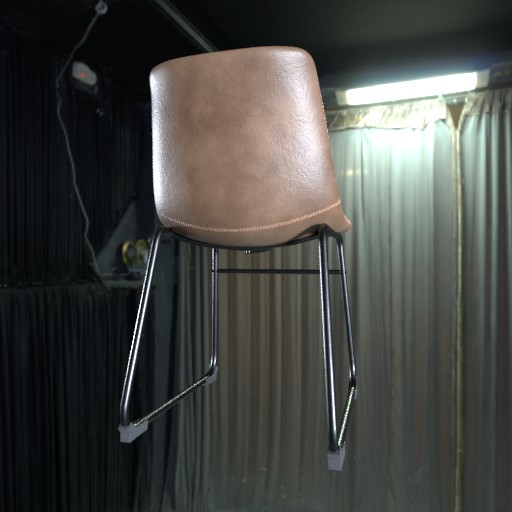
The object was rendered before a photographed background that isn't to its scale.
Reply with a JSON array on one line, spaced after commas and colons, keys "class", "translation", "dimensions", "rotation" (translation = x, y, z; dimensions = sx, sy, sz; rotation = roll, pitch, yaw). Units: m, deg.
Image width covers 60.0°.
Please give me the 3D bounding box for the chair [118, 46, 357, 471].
[{"class": "chair", "translation": [0.000, 0.000, 1.093], "dimensions": [0.460, 0.780, 0.551], "rotation": [0, 0, 16]}]
